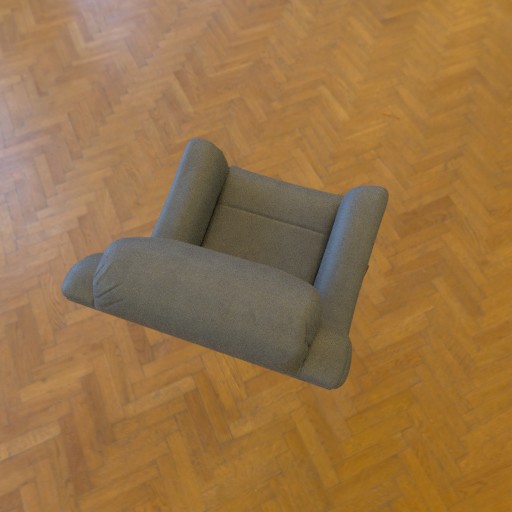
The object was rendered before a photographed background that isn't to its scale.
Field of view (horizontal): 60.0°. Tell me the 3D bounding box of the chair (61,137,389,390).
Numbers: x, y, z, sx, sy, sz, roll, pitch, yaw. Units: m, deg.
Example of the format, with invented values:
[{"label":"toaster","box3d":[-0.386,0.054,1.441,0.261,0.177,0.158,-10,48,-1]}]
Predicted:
[{"label":"chair","box3d":[0.000,0.000,1.855,0.967,1.116,1.068,17,63,9]}]
